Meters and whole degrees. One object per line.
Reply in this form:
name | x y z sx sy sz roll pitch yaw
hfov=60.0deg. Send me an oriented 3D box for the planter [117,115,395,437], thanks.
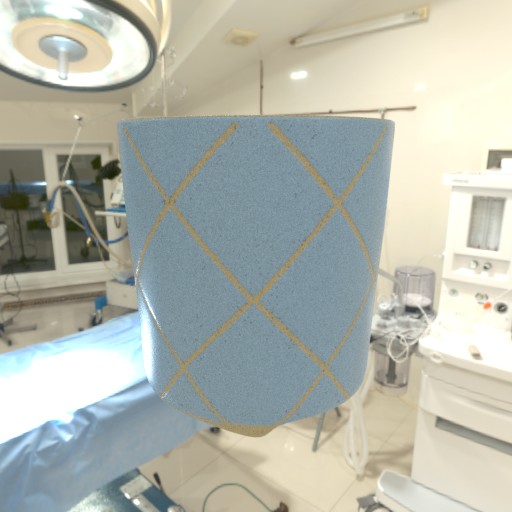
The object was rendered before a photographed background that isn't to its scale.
planter | 0.000 0.000 0.407 0.227 0.235 0.227 0 14 0
